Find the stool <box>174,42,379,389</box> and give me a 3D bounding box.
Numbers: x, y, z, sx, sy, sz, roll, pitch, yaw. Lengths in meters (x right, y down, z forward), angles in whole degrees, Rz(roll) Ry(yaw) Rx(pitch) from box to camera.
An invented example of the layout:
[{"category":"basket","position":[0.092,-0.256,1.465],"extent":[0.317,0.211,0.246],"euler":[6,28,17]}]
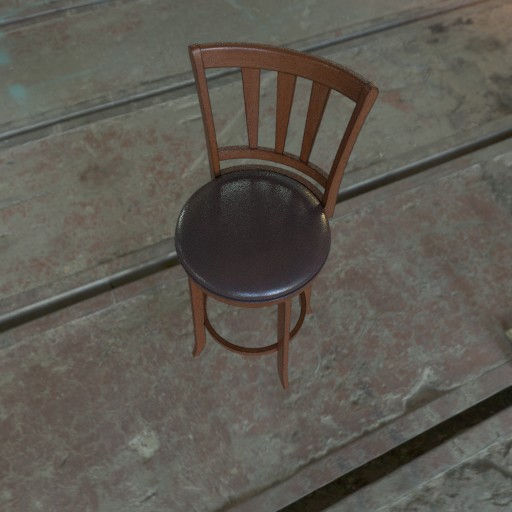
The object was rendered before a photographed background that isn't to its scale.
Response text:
[{"category":"stool","position":[0.000,0.000,1.434],"extent":[0.464,1.177,0.503],"euler":[17,60,10]}]
